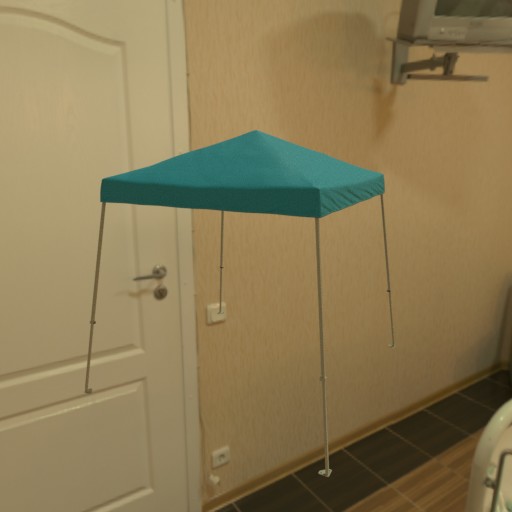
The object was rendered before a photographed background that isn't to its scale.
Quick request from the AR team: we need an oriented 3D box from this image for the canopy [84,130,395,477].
[{"bbox_3d":[0.000,0.000,6.580,3.599,3.600,3.600,7,15,27],"label":"canopy"}]
